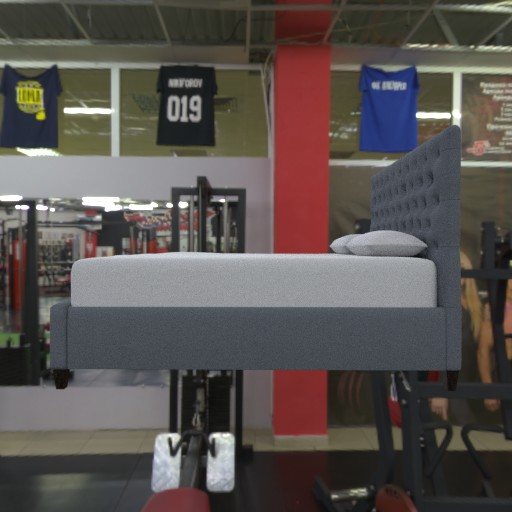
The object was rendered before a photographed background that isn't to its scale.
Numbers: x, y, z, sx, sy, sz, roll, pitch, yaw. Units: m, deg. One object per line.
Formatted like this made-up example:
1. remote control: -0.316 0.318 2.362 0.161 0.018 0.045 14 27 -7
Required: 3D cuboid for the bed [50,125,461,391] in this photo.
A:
1. bed: 0.000 0.000 3.205 2.231 1.427 1.698 0 1 1
